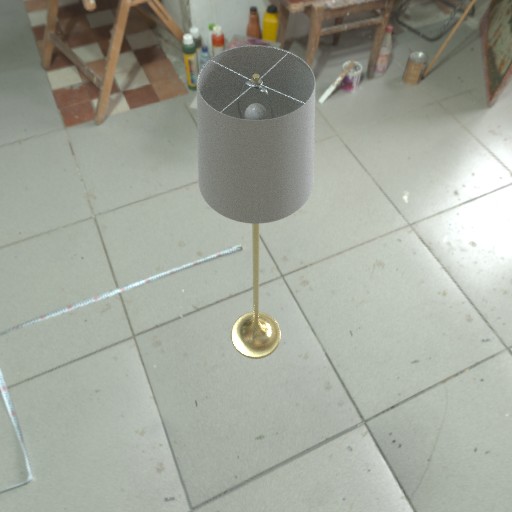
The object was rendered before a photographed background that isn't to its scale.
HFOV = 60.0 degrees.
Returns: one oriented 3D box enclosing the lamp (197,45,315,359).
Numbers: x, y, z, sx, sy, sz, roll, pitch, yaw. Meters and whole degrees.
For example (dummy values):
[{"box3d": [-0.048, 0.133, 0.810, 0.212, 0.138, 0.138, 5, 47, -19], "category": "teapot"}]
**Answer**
[{"box3d": [0.000, 0.000, 1.667, 0.337, 1.543, 0.337, 0, 58, 0], "category": "lamp"}]
